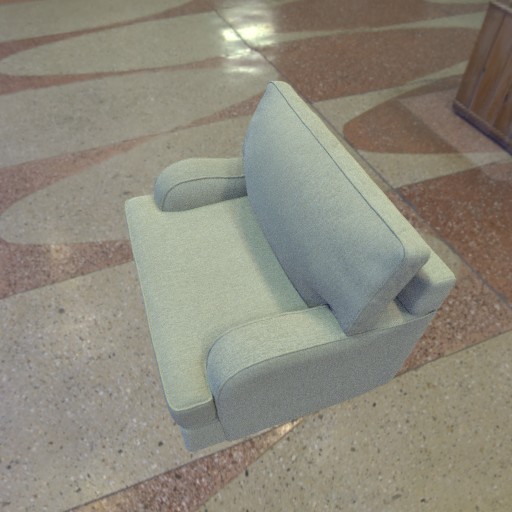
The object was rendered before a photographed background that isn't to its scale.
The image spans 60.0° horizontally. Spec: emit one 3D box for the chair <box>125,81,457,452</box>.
[{"bbox_3d":[0.000,0.000,1.973,1.041,1.016,1.220,-14,48,-13],"label":"chair"}]
